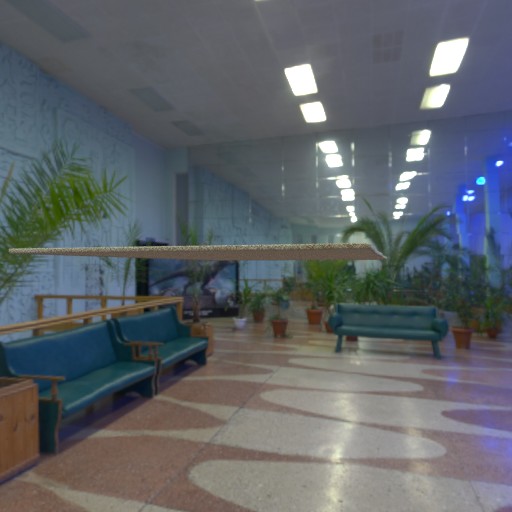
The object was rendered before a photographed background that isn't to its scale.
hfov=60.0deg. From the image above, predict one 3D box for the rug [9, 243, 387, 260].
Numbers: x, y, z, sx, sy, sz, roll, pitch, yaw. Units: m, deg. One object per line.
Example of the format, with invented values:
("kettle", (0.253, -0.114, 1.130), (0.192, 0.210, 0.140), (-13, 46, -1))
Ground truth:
("rug", (0.000, 0.000, 3.284), (1.800, 0.025, 2.699), (0, -1, 18))
